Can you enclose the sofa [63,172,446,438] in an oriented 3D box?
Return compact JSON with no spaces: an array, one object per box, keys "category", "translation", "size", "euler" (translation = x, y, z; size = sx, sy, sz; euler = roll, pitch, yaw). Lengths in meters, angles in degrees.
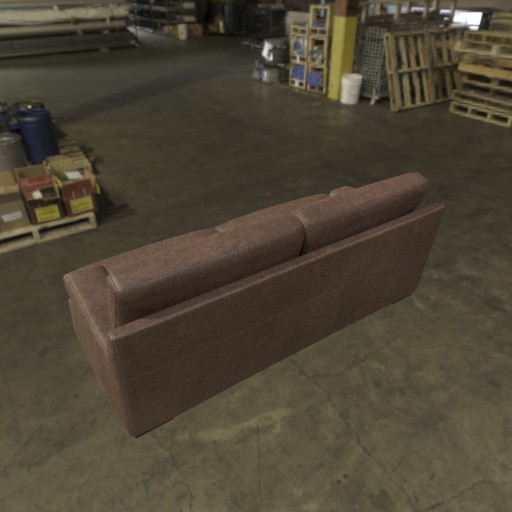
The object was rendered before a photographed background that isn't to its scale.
[{"category":"sofa","translation":[0.000,0.000,2.845],"size":[2.261,0.941,1.143],"euler":[-20,38,-29]}]
